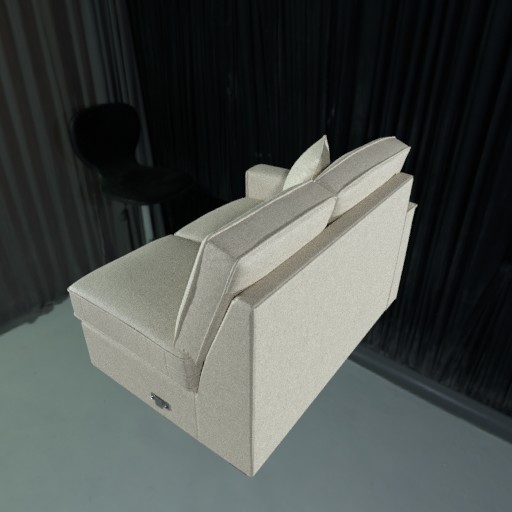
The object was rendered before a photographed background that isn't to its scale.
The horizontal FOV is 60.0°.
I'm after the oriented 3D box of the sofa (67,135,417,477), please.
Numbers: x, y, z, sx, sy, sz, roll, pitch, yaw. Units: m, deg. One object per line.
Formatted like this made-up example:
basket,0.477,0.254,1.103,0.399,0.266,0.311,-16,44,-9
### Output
sofa,0.000,0.000,2.058,0.991,0.989,1.388,21,37,31
